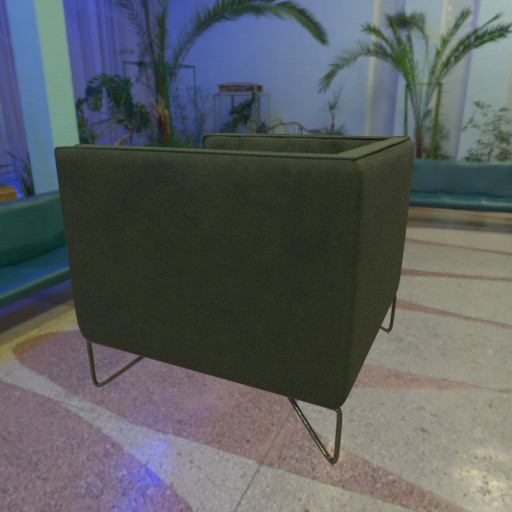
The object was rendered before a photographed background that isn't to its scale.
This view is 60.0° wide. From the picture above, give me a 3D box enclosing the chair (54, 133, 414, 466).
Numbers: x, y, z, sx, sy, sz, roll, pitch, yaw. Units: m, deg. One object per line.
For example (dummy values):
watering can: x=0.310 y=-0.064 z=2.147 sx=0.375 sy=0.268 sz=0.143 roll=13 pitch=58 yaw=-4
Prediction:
chair: x=0.000 y=0.000 z=1.546 sx=0.894 sy=0.790 sz=0.880 roll=9 pitch=20 yaw=24
